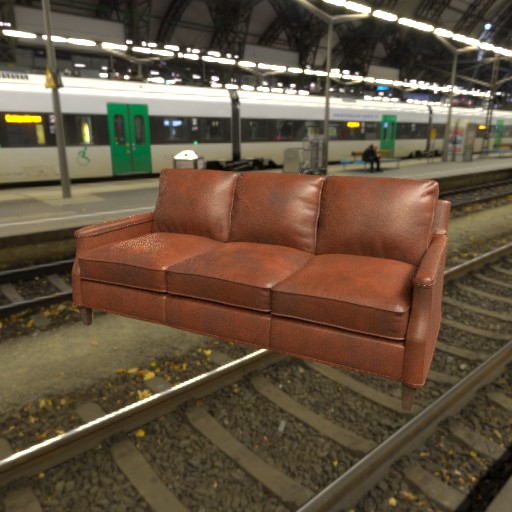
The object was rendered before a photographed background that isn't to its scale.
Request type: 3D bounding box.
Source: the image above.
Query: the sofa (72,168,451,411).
[{"bbox_3d":[0.000,0.000,2.843,2.240,1.003,1.084,8,17,26],"label":"sofa"}]
